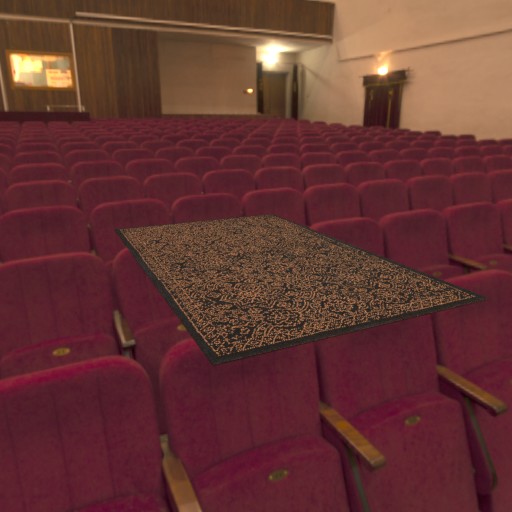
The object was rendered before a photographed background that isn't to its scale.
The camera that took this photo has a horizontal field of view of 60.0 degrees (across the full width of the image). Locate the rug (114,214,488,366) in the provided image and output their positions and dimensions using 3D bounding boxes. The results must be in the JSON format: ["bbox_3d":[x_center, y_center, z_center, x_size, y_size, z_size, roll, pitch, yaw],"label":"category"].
[{"bbox_3d":[0.000,0.000,3.053,1.526,0.015,2.441,-8,19,-24],"label":"rug"}]
